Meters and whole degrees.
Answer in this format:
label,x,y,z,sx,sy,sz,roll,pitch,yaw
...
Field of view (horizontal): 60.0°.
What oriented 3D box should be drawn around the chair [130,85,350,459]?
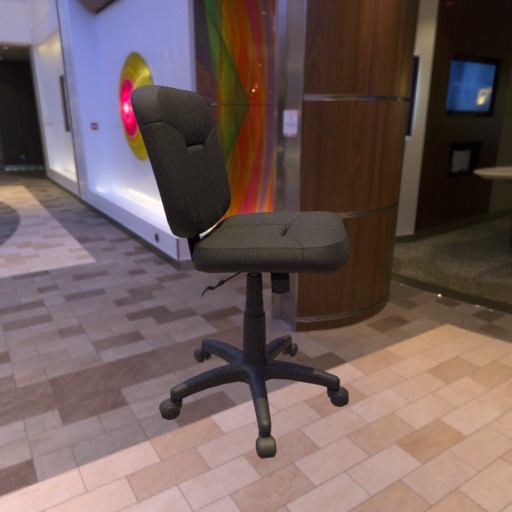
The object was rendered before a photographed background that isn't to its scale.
label,x,y,z,sx,sy,sz,roll,pitch,yaw
chair,0.000,0.000,1.345,0.610,0.972,0.610,3,18,11
